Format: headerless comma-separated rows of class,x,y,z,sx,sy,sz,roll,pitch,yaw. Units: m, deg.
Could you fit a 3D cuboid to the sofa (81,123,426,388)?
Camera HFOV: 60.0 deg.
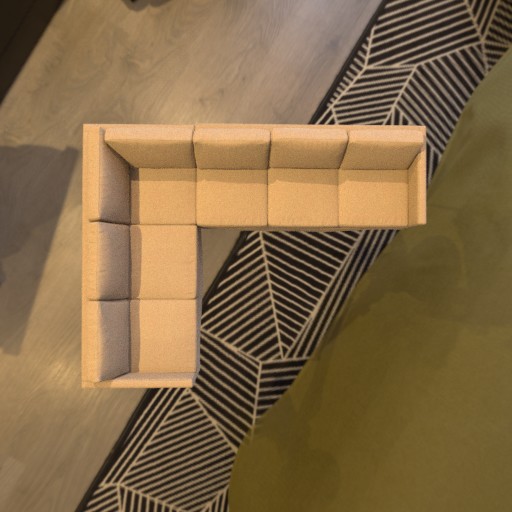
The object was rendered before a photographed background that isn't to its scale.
sofa,0.000,0.000,4.316,3.182,0.871,2.432,0,90,-2
